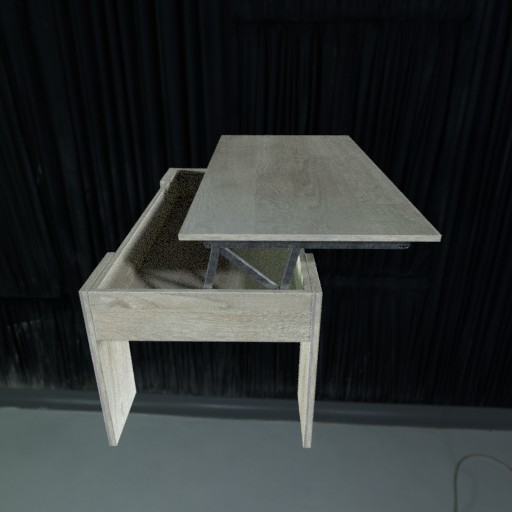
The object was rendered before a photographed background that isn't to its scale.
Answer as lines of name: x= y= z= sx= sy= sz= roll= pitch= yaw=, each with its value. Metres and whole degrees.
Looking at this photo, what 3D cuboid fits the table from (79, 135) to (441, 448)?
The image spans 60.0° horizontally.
table: x=0.000 y=0.000 z=1.411 sx=0.711 sy=0.570 sz=1.000 roll=0 pitch=26 yaw=1
